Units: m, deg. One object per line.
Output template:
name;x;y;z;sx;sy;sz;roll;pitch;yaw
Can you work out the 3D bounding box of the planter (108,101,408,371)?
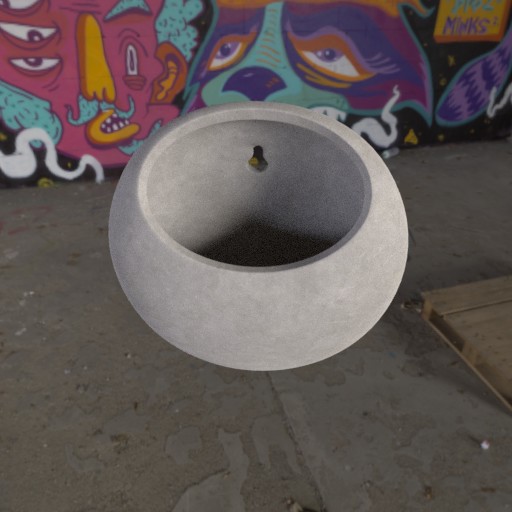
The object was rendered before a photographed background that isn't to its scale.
planter;0.000;0.000;0.278;0.185;0.188;0.071;2;32;3
